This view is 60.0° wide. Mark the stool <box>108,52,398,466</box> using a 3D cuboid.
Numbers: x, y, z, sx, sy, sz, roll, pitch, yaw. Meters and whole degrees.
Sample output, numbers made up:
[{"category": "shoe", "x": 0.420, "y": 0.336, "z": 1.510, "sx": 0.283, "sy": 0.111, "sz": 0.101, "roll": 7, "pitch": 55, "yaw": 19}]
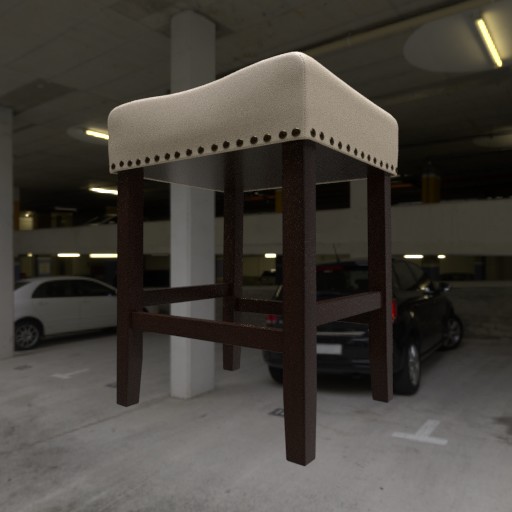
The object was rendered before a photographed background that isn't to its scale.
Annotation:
[{"category": "stool", "x": 0.000, "y": 0.000, "z": 0.924, "sx": 0.471, "sy": 0.609, "sz": 0.401, "roll": 0, "pitch": 0, "yaw": 36}]
